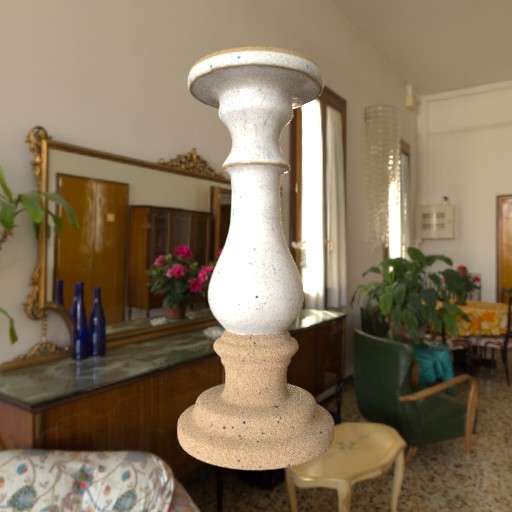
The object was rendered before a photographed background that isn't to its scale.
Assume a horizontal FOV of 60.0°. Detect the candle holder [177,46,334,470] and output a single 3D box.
[{"bbox_3d":[0.000,0.000,0.250,0.088,0.203,0.088,0,1,0],"label":"candle holder"}]
